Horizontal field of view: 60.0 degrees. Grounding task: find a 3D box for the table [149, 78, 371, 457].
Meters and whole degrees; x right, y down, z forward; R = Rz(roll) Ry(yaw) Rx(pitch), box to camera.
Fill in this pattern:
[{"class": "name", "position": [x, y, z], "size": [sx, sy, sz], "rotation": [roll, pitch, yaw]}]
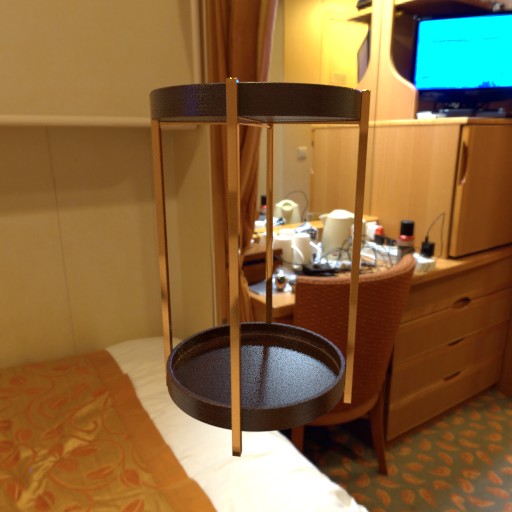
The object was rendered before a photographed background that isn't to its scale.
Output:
[{"class": "table", "position": [0.000, 0.000, 0.875], "size": [0.400, 0.610, 0.400], "rotation": [3, 15, 9]}]
